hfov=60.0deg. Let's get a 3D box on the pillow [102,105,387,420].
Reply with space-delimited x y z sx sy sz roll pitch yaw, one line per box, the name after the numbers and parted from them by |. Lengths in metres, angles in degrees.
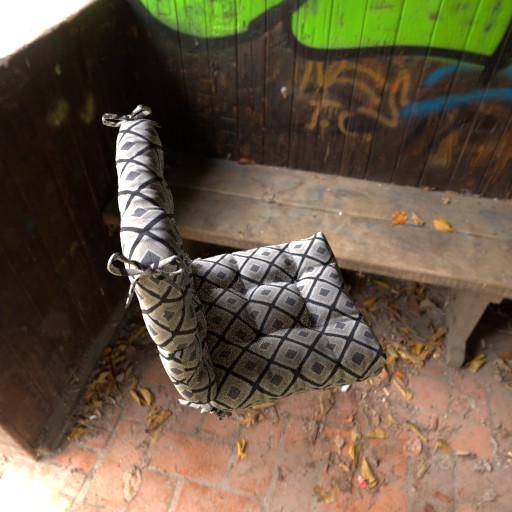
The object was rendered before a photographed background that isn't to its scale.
0.000 0.000 1.050 0.571 0.605 0.519 -10 47 -10 | pillow
